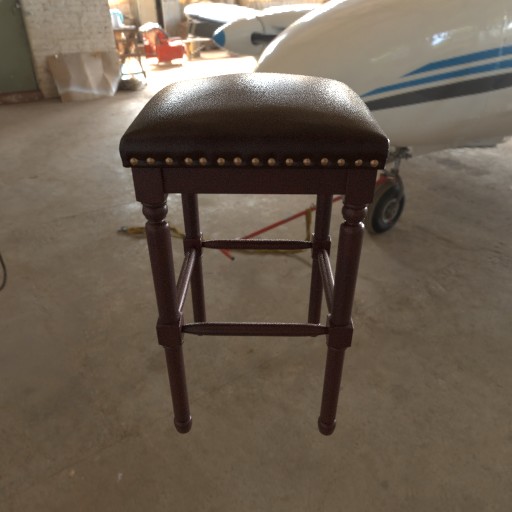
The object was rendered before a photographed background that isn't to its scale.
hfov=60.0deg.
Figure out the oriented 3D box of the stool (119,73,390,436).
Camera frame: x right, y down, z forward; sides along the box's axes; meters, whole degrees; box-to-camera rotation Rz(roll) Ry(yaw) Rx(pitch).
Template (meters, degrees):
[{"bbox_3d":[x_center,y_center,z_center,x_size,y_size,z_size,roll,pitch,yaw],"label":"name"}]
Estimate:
[{"bbox_3d":[0.000,0.000,0.929,0.382,0.702,0.383,1,32,1],"label":"stool"}]
